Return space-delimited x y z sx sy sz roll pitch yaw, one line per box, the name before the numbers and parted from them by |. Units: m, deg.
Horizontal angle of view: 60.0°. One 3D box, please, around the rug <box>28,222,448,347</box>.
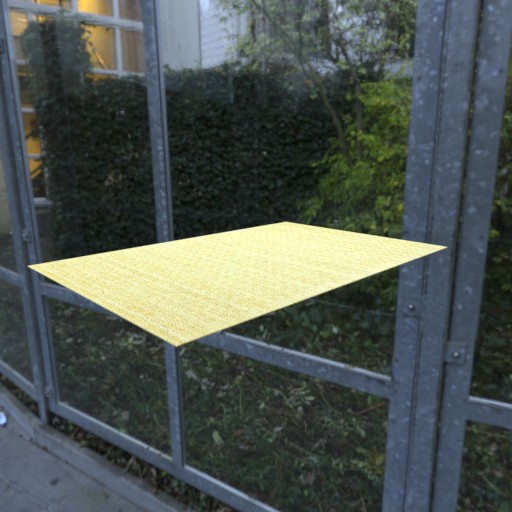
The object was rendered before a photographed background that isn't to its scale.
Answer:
rug | 0.000 0.000 2.871 2.286 0.006 1.524 -13 19 -43
